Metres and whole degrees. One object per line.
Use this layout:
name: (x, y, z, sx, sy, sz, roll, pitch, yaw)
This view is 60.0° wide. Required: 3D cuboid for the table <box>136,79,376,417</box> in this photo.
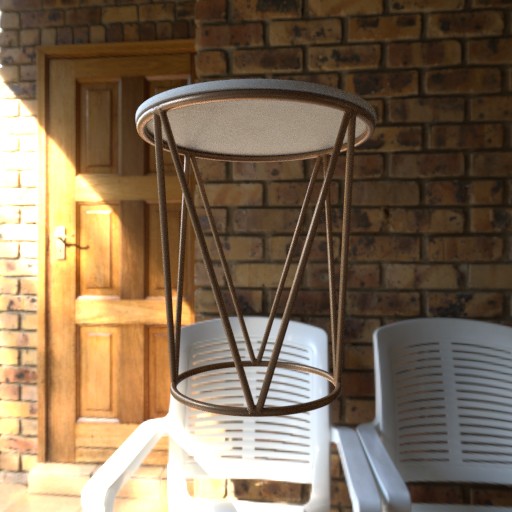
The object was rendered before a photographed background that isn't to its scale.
table: (0.000, 0.000, 0.954, 0.500, 0.564, 0.500, 0, 0, 0)
